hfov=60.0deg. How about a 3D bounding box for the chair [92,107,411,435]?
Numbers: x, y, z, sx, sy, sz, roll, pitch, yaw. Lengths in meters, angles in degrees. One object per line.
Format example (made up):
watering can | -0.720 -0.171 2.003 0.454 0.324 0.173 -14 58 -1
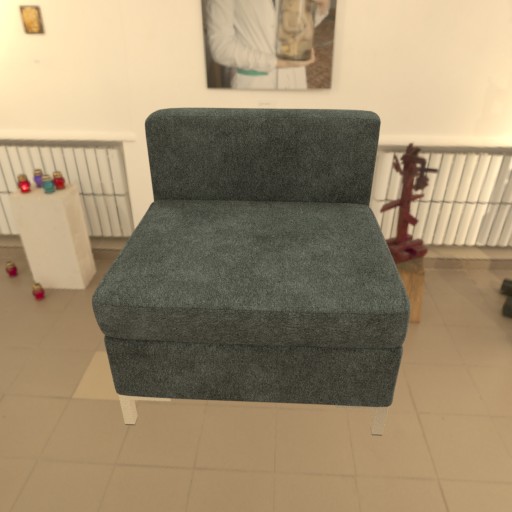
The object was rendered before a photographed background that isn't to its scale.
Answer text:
chair | 0.000 0.000 1.209 0.680 0.660 0.680 1 30 2
